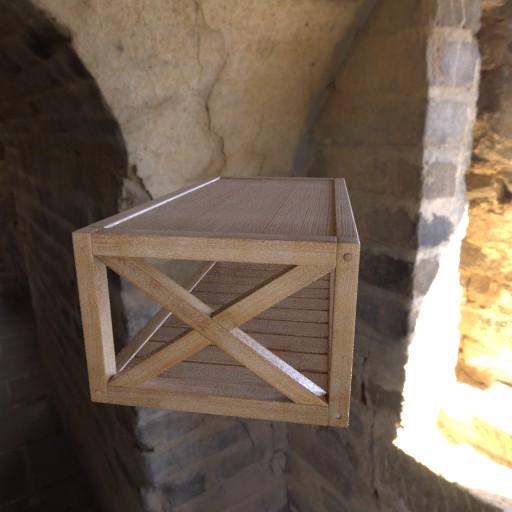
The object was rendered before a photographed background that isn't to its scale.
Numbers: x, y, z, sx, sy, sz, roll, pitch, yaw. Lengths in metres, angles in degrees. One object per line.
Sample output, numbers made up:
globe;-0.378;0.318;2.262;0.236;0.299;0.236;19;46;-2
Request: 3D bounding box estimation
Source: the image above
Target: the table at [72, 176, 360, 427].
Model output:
table;0.000;0.000;1.666;0.660;0.457;1.321;3;16;9
